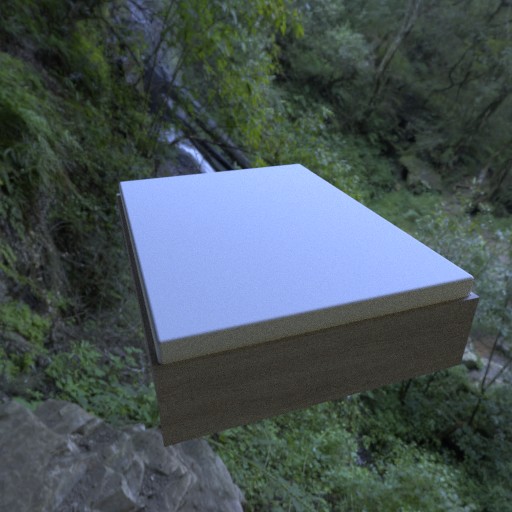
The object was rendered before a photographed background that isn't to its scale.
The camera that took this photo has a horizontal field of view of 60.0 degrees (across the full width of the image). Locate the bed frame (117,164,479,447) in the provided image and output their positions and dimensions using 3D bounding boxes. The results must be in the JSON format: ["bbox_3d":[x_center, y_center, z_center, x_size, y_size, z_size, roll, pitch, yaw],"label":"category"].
[{"bbox_3d":[0.000,0.000,2.661,1.448,0.490,1.944,-9,29,-17],"label":"bed frame"}]
